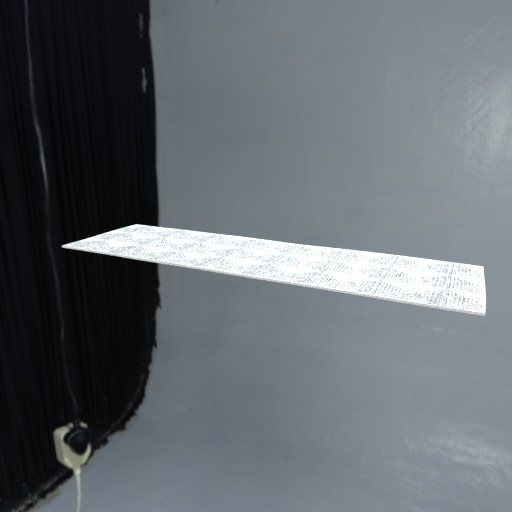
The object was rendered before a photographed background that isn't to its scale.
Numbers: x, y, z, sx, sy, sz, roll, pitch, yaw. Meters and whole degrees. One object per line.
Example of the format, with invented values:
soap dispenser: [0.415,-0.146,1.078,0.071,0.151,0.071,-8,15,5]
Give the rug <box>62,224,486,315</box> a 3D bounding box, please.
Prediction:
rug: [0.000,0.000,2.349,2.182,0.015,0.645,8,18,25]
